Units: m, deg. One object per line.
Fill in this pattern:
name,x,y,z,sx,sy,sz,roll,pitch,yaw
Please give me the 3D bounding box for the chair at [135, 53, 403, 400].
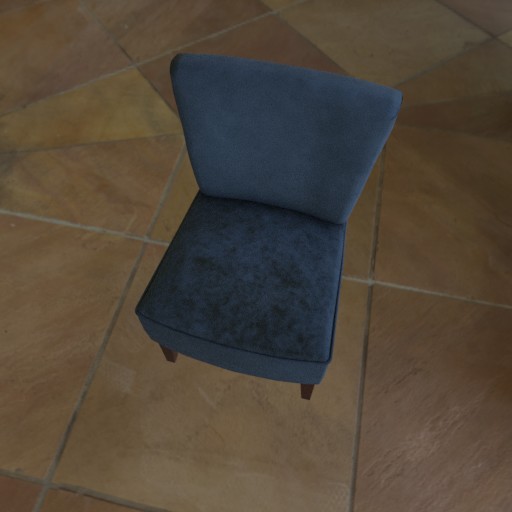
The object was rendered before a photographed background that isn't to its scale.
chair,0.000,0.000,1.196,0.521,0.806,0.551,13,59,8
